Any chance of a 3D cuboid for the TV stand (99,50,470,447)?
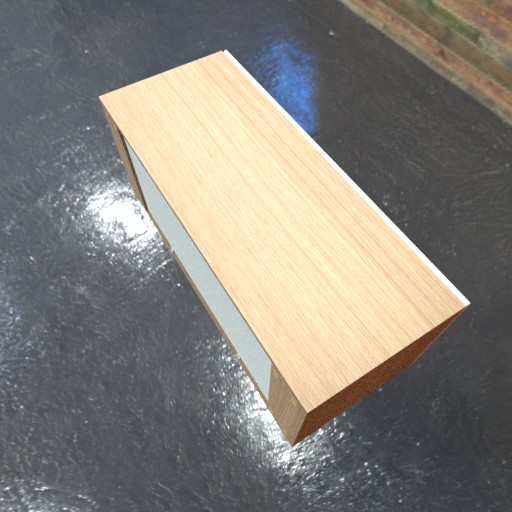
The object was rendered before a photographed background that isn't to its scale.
[{"bbox_3d":[0.000,0.000,1.340,0.407,0.660,0.991,-28,63,-16],"label":"TV stand"}]
